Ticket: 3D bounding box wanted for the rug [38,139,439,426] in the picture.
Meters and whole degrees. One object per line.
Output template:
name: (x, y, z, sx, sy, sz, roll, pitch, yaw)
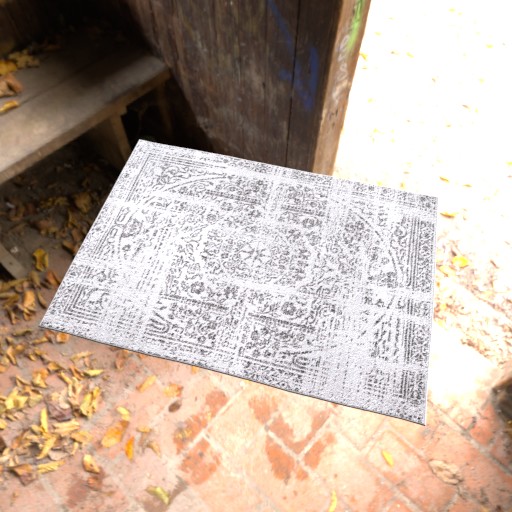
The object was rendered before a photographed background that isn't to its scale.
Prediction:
rug: (0.000, 0.000, 3.084, 2.438, 0.026, 1.706, 12, 60, 7)
